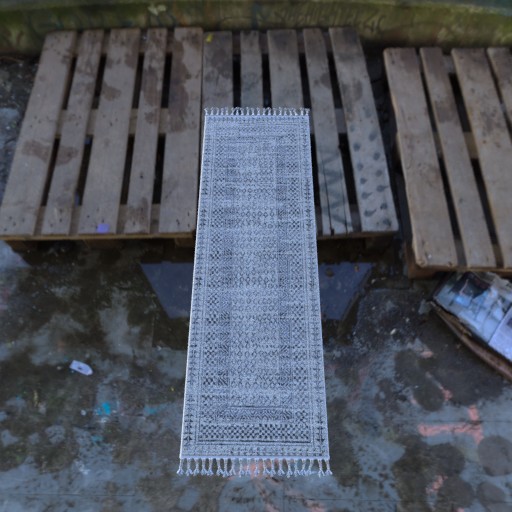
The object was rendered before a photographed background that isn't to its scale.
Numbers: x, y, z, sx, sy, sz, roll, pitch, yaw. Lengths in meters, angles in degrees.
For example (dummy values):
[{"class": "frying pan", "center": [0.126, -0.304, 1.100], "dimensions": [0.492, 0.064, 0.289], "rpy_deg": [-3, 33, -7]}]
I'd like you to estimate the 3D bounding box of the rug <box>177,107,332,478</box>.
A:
[{"class": "rug", "center": [0.000, 0.000, 2.766], "dimensions": [0.786, 0.013, 2.480], "rpy_deg": [0, 64, 0]}]
